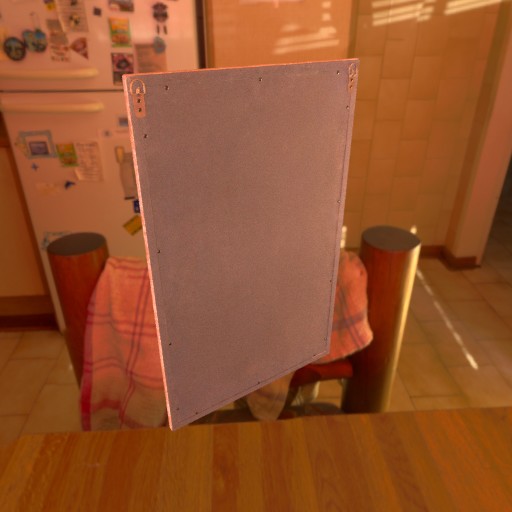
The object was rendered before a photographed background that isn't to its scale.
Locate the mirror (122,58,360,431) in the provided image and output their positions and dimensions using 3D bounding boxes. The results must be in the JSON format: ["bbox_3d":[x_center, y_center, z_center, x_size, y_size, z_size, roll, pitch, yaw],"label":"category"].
[{"bbox_3d":[0.000,0.000,0.991,0.495,0.787,0.058,-18,34,-29],"label":"mirror"}]
